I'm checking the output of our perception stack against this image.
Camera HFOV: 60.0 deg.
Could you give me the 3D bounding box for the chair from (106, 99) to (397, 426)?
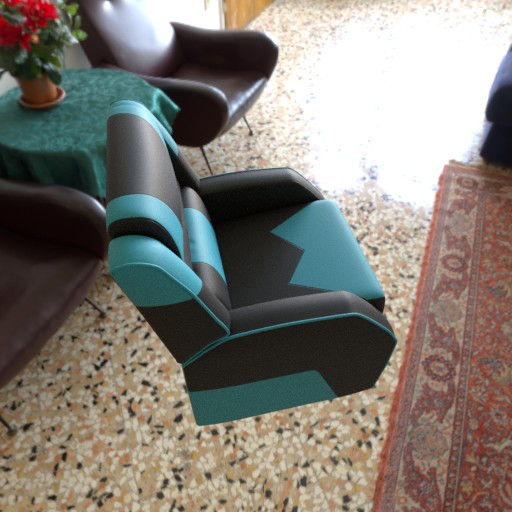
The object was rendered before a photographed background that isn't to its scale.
[{"bbox_3d":[0.000,0.000,1.282,0.672,0.805,0.620,-9,48,-9],"label":"chair"}]
